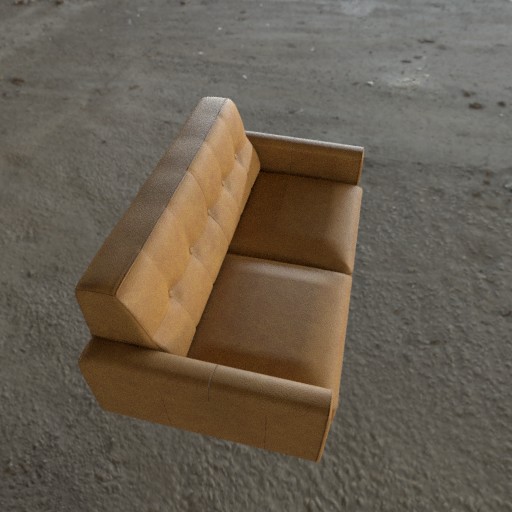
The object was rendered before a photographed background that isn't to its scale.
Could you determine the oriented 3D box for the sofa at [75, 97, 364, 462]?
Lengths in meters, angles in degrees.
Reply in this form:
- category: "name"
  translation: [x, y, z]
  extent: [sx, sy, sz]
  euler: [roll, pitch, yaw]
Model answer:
- category: "sofa"
  translation: [0.000, 0.000, 2.182]
  extent: [0.952, 0.925, 1.651]
  euler: [10, 47, 9]
